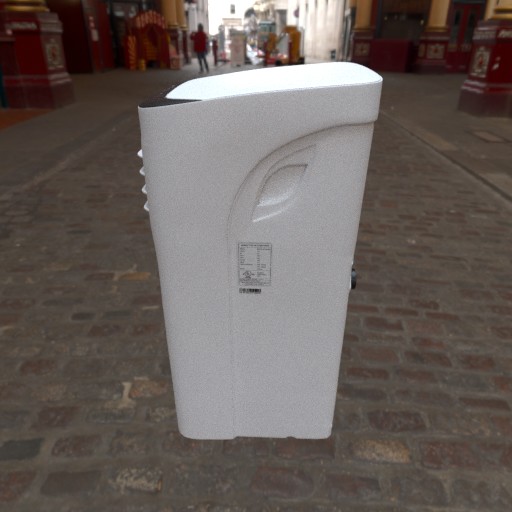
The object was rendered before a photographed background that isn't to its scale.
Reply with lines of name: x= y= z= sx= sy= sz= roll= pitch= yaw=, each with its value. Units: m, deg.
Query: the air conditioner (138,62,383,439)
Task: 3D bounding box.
air conditioner: x=0.000 y=0.000 z=0.898 sx=0.369 sy=0.716 sz=0.352 roll=0 pitch=27 yaw=0
